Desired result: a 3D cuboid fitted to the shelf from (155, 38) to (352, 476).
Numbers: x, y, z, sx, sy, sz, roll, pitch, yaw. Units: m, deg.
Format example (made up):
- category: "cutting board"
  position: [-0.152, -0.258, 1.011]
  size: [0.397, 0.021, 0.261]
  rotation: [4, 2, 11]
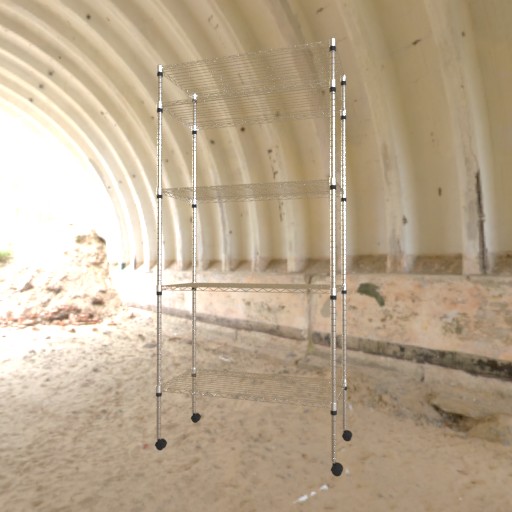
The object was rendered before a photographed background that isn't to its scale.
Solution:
- category: "shelf"
  position: [0.000, 0.000, 1.879]
  size: [0.762, 1.587, 0.356]
  rotation: [0, -1, 18]
